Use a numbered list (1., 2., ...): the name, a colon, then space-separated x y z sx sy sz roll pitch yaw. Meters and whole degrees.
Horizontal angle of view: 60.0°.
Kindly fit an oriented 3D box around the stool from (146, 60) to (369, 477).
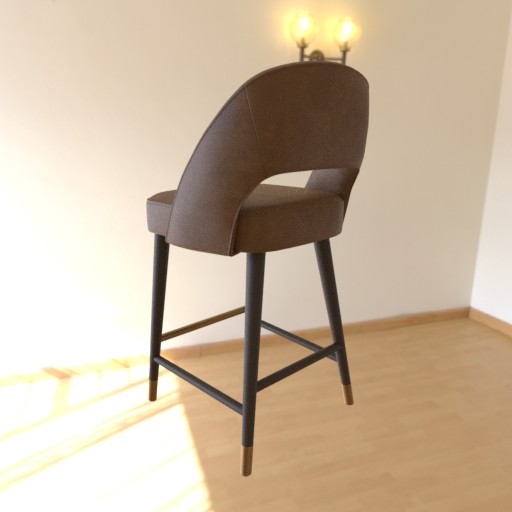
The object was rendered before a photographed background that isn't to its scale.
1. stool: 0.000 0.000 1.225 0.494 0.940 0.509 -14 20 -42
